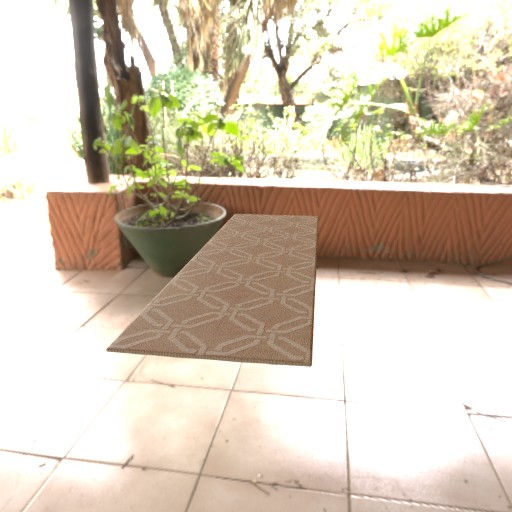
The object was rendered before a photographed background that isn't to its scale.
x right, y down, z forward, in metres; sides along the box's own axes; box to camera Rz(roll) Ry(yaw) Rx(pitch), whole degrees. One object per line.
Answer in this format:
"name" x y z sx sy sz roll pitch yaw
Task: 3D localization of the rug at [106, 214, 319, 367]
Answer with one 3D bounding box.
"rug" 0.000 0.000 2.492 0.678 0.014 2.276 2 17 8
